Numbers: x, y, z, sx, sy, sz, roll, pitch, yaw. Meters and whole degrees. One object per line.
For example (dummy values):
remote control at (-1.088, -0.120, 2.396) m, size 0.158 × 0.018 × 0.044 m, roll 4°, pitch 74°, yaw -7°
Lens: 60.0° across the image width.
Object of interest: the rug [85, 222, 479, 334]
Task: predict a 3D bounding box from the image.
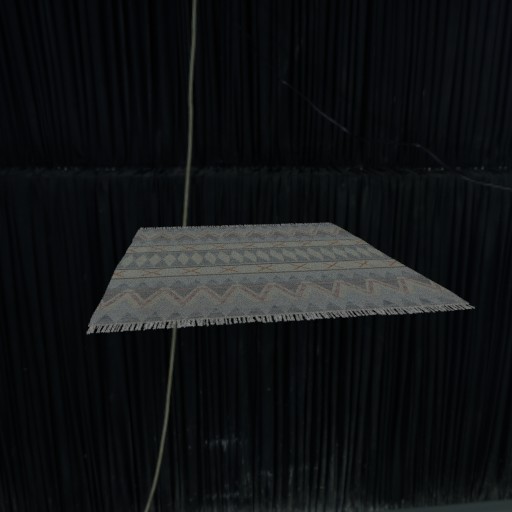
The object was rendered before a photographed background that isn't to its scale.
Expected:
rug at (0.000, 0.000, 3.988) m, size 2.371 × 0.012 × 3.000 m, roll -2°, pitch 15°, yaw -8°
